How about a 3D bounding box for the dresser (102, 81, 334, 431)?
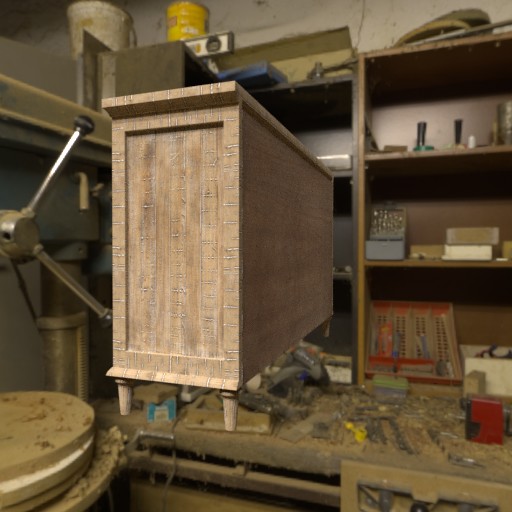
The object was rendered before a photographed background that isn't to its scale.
[{"bbox_3d":[0.000,0.000,2.102,0.457,1.016,1.626,0,1,20],"label":"dresser"}]
